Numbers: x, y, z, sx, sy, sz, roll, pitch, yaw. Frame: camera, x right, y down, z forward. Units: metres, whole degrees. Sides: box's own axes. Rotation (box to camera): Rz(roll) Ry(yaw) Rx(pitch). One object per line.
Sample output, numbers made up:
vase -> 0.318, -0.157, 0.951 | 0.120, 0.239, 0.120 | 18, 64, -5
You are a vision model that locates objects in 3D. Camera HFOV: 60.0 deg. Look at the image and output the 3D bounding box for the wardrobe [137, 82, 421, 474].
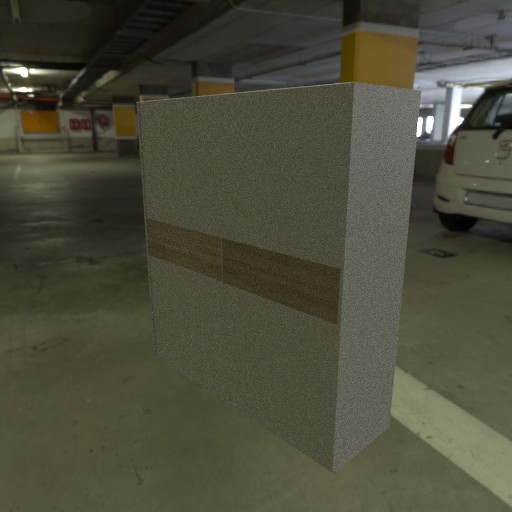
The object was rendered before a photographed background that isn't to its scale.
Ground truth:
wardrobe -> 0.000, 0.000, 2.988 | 0.600, 2.020, 1.830 | -15, 21, -42
